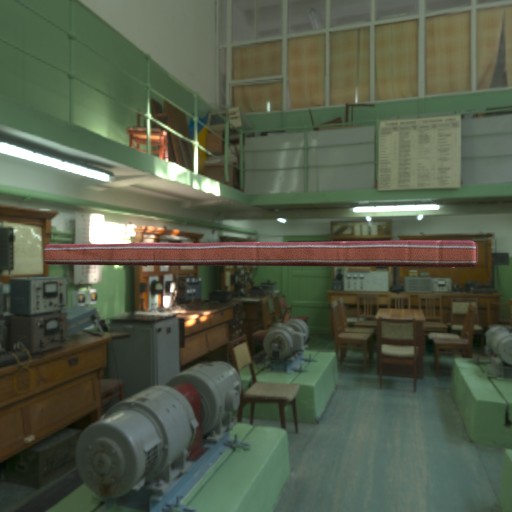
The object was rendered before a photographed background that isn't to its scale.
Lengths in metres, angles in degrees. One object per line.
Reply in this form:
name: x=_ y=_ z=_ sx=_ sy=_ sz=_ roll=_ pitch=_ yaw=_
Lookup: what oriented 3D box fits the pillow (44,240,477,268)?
pillow: x=0.000 y=0.000 z=1.350 sx=1.187 sy=0.081 sz=0.492 roll=0 pitch=0 yaw=16
